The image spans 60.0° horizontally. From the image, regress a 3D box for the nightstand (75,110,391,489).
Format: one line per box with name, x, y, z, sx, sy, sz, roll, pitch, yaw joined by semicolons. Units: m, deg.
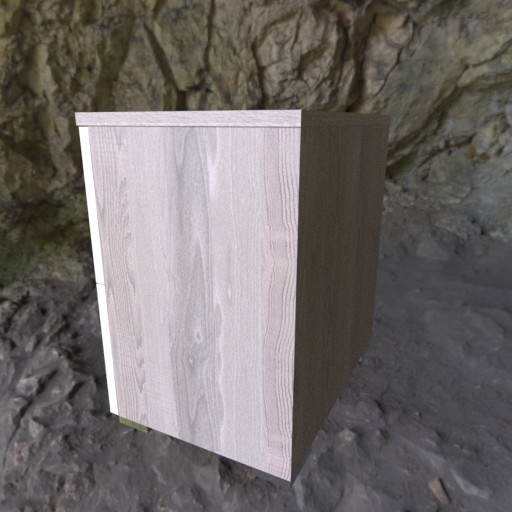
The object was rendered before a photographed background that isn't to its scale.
nightstand;0.000;0.000;0.756;0.325;0.461;0.442;8;19;26
